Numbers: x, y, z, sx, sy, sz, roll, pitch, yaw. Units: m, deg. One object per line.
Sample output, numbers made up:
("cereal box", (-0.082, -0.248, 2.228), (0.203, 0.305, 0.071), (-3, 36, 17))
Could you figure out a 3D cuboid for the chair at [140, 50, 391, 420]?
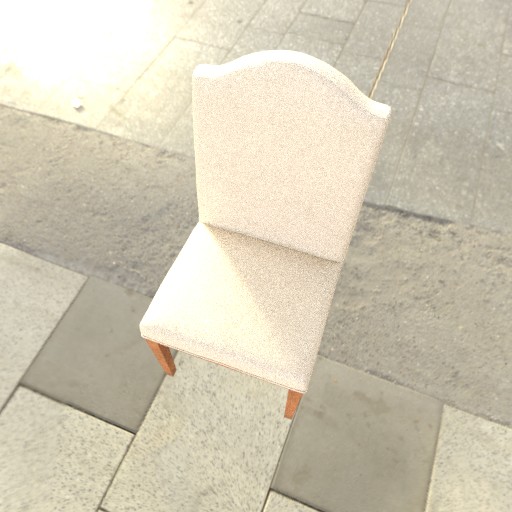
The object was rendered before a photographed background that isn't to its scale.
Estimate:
("chair", (0.000, 0.000, 1.381), (0.534, 1.012, 0.648), (17, 60, 10))
